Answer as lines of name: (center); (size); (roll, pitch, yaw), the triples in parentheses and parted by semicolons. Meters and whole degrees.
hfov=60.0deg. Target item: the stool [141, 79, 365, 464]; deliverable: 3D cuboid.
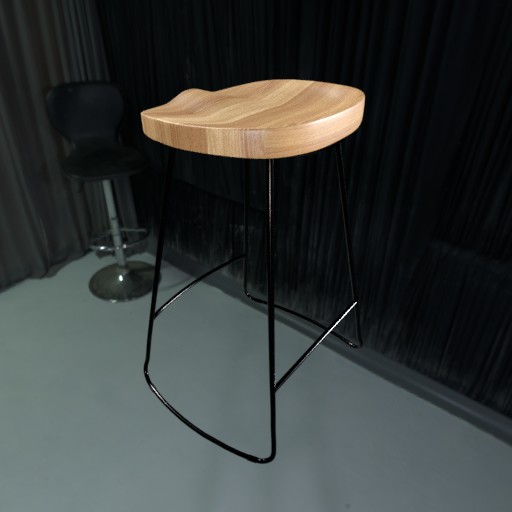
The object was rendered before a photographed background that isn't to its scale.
stool: (0.000, 0.000, 0.970); (0.401, 0.679, 0.480); (22, 39, 31)
